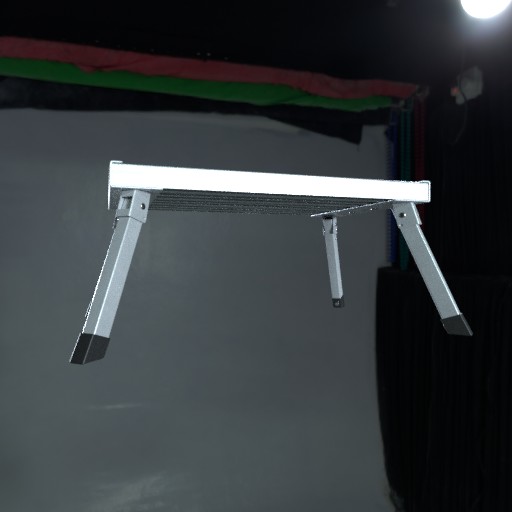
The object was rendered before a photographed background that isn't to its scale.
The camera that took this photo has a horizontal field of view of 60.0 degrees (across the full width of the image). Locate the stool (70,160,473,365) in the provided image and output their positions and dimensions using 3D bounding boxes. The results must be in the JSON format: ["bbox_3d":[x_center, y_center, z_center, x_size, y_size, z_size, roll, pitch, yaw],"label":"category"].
[{"bbox_3d":[0.000,0.000,0.722,0.535,0.225,0.385,0,0,-19],"label":"stool"}]
